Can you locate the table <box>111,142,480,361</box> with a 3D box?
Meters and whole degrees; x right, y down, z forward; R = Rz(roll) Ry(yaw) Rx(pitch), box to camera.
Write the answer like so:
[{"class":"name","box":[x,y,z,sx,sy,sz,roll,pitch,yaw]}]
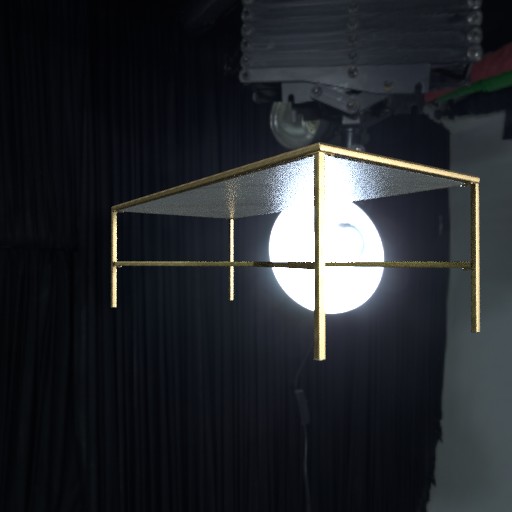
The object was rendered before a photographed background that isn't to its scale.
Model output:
[{"class":"table","box":[0.000,0.000,1.470,0.577,0.405,1.197,1,-1,-36]}]
